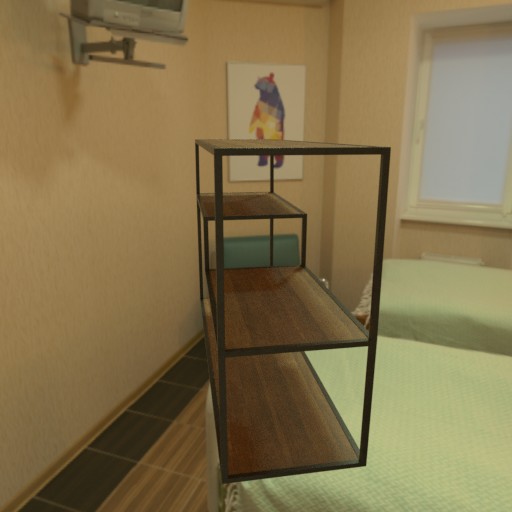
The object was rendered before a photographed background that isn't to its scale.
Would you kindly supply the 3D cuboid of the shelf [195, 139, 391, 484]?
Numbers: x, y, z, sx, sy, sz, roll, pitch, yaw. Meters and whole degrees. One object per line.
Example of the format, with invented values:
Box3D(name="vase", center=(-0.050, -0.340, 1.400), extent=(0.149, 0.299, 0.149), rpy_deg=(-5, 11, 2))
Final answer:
Box3D(name="shelf", center=(0.000, 0.000, 1.533), extent=(0.361, 0.765, 1.201), rpy_deg=(-2, 16, -9))
